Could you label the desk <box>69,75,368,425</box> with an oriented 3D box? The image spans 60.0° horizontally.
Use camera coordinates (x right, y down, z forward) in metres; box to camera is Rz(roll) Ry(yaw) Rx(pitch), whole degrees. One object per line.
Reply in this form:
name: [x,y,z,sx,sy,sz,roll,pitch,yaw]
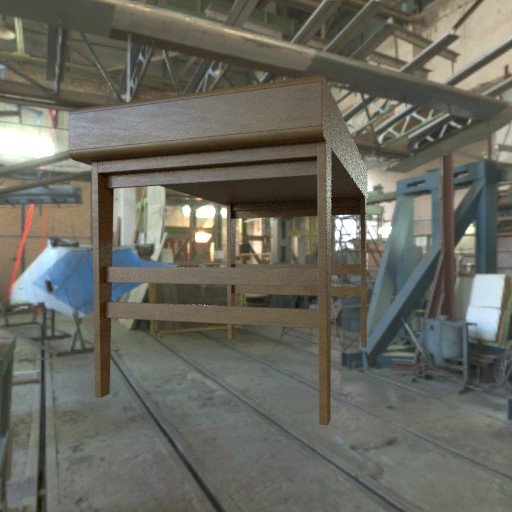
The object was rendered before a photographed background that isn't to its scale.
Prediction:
desk: [0.000,0.000,1.533,0.660,0.754,1.066,0,-1,19]
